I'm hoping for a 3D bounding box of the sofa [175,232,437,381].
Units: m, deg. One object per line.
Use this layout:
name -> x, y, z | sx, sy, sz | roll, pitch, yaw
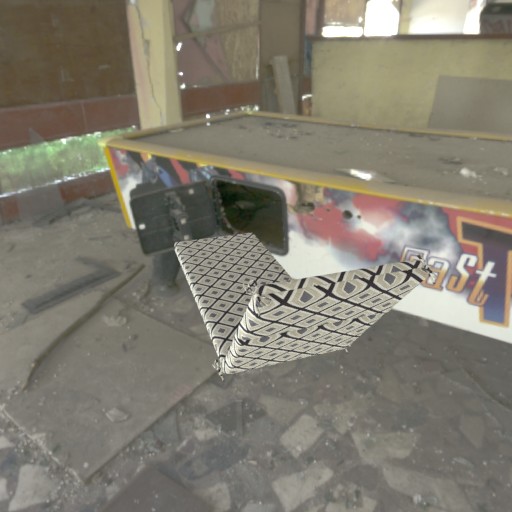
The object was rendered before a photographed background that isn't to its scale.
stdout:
sofa -> 0.000, 0.000, 2.005 | 0.582, 0.622, 1.663 | -8, 27, -17
